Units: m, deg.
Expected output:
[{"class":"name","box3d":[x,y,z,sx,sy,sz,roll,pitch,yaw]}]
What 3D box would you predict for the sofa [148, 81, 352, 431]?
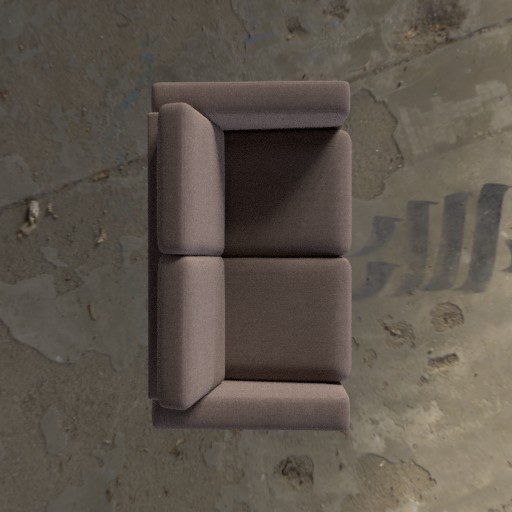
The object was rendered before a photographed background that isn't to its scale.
[{"class":"sofa","box3d":[0.000,0.000,2.081,0.900,0.800,1.520,0,90,2]}]
